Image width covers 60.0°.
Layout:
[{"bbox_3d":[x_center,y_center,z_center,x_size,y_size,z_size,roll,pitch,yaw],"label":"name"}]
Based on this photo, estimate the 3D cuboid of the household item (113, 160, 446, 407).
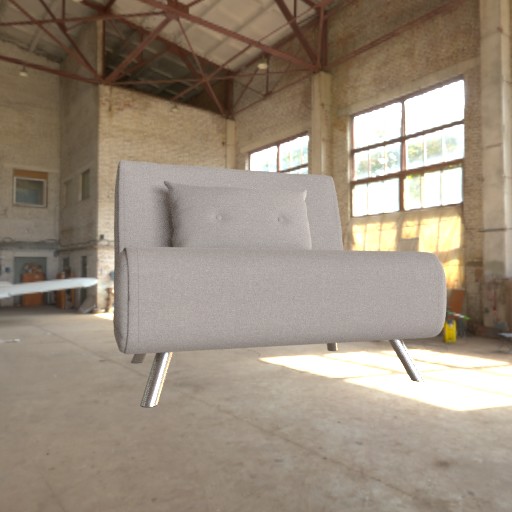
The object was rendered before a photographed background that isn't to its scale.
[{"bbox_3d":[0.000,0.000,1.634,1.000,0.800,0.874,1,-2,-18],"label":"household item"}]
